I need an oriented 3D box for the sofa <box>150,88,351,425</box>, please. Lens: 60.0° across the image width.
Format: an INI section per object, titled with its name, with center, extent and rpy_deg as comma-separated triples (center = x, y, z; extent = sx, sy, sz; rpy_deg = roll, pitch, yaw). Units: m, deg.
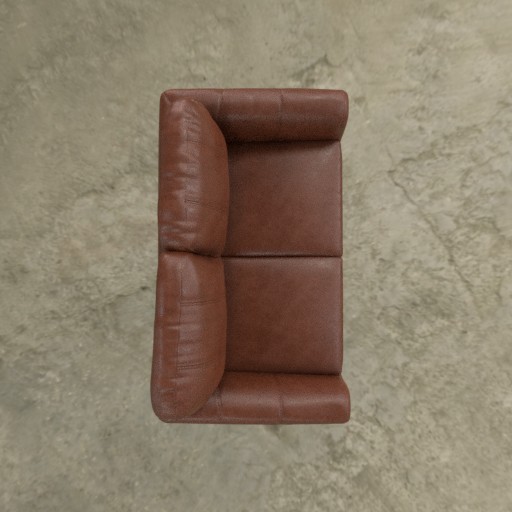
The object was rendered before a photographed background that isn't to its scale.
[sofa]
center = 0.000, 0.000, 1.975
extent = 0.805, 0.906, 1.406
rpy_deg = 0, 88, 0
